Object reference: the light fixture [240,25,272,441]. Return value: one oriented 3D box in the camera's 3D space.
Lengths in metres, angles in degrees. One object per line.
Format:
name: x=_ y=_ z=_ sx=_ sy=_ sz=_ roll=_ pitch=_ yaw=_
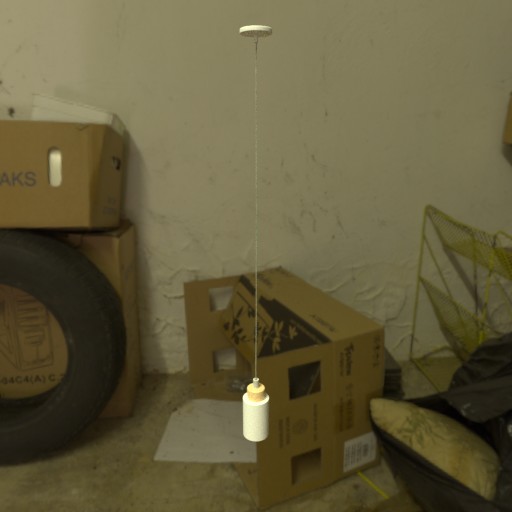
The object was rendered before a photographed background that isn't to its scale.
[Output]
light fixture: x=0.000 y=0.000 z=1.933 sx=0.125 sy=1.798 sz=0.125 roll=-8 pitch=17 yaw=-27
